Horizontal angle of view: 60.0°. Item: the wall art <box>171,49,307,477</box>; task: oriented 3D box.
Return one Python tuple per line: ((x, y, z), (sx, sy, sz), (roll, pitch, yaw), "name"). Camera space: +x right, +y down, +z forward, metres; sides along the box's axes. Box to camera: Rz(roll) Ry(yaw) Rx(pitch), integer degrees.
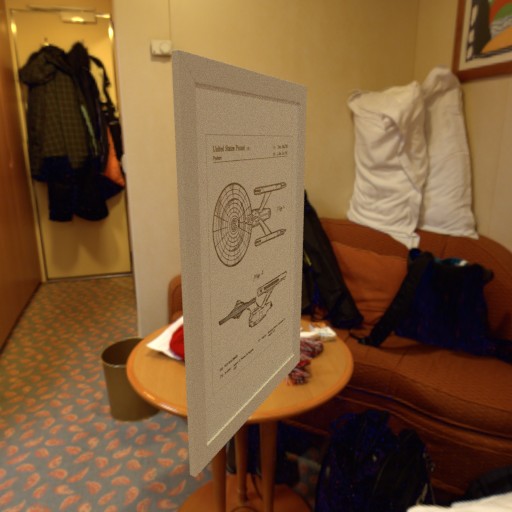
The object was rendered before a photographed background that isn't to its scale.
((0.000, 0.000, 0.854), (0.011, 0.659, 0.454), (8, 16, 27), "wall art")
